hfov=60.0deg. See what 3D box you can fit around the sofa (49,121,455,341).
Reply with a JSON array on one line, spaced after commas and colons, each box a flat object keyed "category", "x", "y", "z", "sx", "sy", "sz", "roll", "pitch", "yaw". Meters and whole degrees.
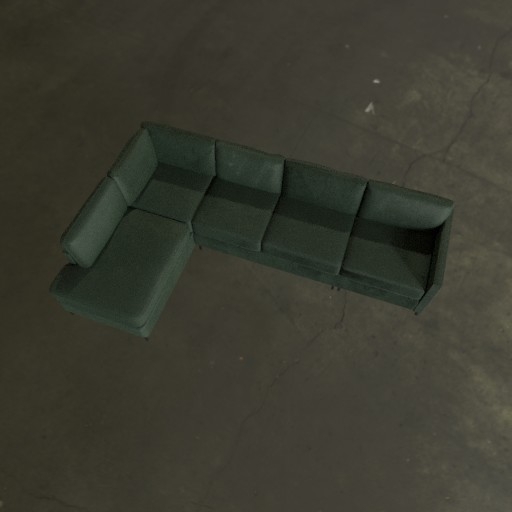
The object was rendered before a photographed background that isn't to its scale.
[{"category": "sofa", "x": 0.000, "y": 0.000, "z": 4.314, "sx": 3.384, "sy": 0.996, "sz": 2.048, "roll": 17, "pitch": 60, "yaw": 10}]
